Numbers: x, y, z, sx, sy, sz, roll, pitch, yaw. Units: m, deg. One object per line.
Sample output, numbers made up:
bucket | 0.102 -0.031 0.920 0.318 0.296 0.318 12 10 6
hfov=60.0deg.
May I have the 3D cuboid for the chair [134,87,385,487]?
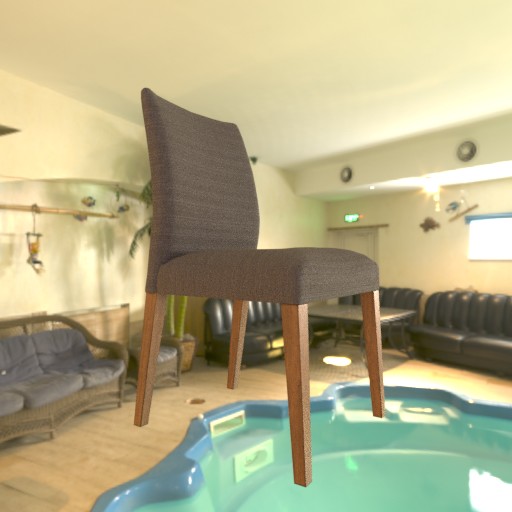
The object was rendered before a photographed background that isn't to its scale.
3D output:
chair | 0.000 0.000 1.270 0.585 0.940 0.496 0 0 35
